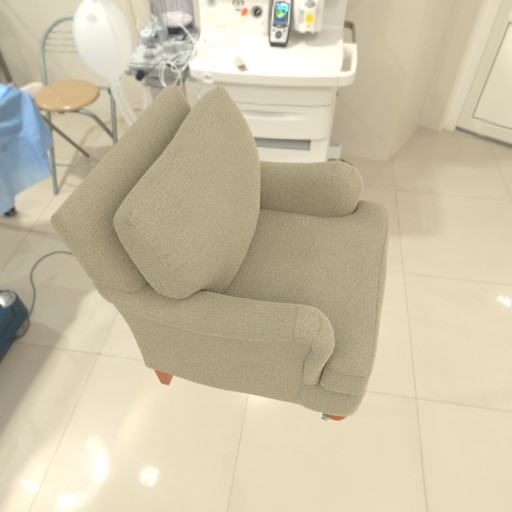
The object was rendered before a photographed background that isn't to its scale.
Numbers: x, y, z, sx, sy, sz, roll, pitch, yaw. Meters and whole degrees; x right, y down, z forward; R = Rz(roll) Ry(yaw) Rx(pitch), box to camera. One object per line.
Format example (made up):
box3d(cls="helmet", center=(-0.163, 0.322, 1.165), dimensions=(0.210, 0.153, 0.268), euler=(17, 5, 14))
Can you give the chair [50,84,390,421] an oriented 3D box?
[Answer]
box3d(cls="chair", center=(0.000, 0.000, 1.848), dimensions=(1.070, 1.038, 0.955), euler=(12, 48, 11))
